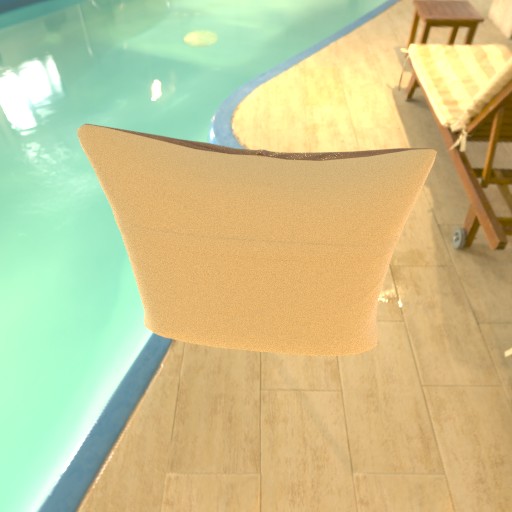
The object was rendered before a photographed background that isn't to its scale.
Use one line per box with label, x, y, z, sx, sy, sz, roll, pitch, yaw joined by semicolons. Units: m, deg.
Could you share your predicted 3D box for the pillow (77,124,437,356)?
pillow;0.000;0.000;0.744;0.484;0.470;0.192;5;47;4
